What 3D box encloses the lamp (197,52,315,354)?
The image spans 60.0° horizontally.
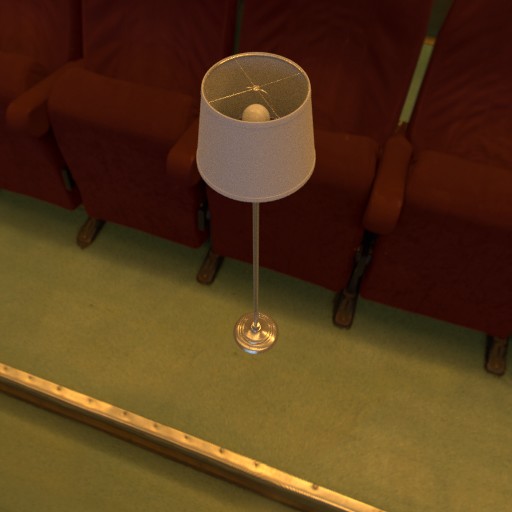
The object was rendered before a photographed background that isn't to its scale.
[{"bbox_3d":[0.000,0.000,1.669,0.327,1.506,0.327,16,60,10],"label":"lamp"}]
